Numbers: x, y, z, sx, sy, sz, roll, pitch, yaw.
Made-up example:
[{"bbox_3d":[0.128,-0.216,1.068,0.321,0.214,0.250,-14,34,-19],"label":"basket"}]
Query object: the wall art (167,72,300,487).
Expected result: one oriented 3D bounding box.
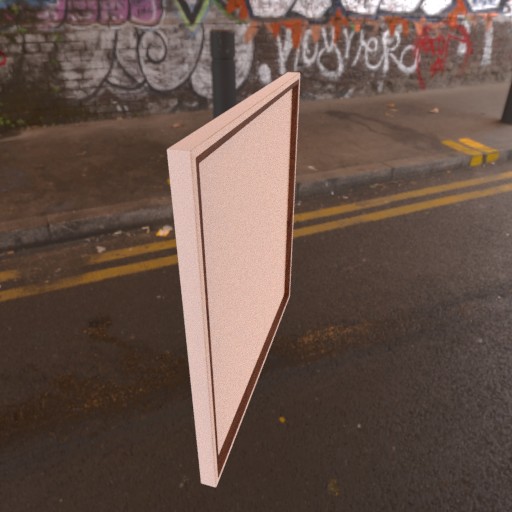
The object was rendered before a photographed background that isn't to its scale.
[{"bbox_3d":[0.000,0.000,1.476,0.049,1.009,1.009,8,31,14],"label":"wall art"}]
